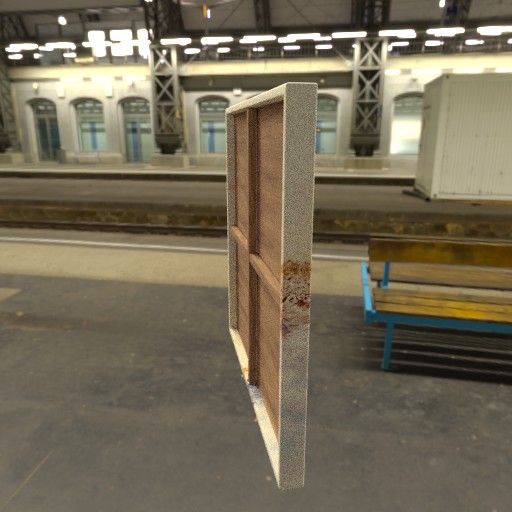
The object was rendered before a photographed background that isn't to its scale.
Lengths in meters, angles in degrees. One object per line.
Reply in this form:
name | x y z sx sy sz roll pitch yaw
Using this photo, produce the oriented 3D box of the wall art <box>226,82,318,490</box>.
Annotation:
wall art | 0.000 0.000 1.597 0.071 1.061 1.061 -3 16 -10
